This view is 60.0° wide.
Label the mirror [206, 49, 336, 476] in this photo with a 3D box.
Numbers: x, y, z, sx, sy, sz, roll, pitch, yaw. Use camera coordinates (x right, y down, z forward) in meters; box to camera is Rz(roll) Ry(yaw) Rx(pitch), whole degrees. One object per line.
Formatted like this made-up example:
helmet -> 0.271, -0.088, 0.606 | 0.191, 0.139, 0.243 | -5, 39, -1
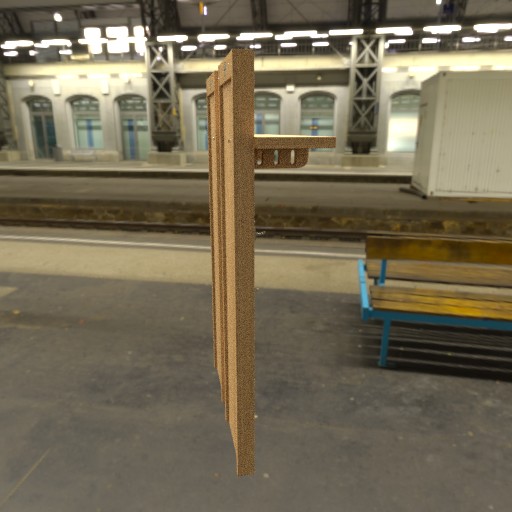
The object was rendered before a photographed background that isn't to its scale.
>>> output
mirror -> 0.000, 0.000, 1.599 | 0.260, 1.250, 0.800 | -3, 16, -11
